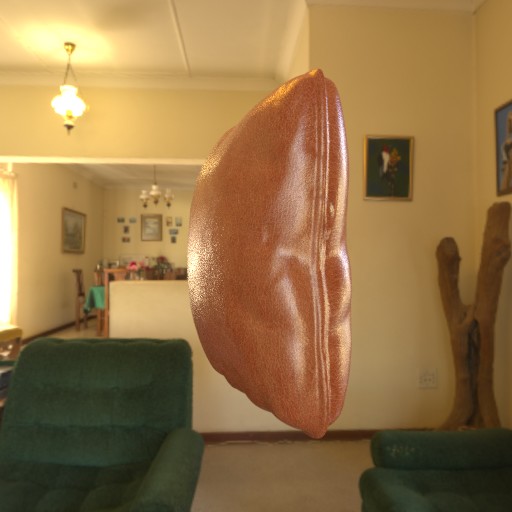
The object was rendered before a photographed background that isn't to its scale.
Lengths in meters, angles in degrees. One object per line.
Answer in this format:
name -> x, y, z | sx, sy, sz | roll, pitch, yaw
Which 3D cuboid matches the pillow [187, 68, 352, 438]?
pillow -> 0.000, 0.000, 0.830 | 0.236, 0.523, 0.532 | 0, -1, -19
